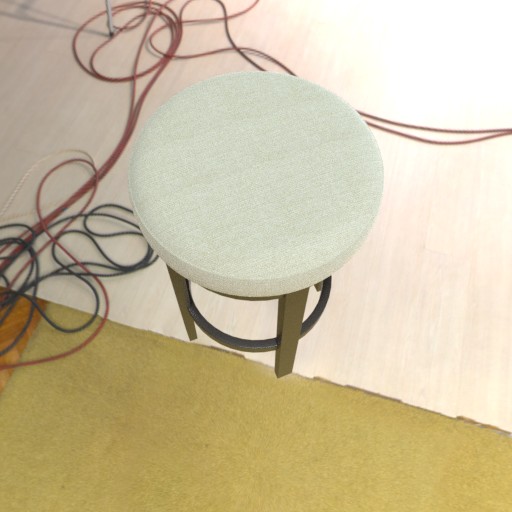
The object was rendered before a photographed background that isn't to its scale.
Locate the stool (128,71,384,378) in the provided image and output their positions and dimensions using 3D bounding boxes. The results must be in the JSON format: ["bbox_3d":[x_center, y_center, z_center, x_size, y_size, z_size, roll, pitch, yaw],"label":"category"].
[{"bbox_3d":[0.000,0.000,1.044,0.446,0.758,0.446,0,64,0],"label":"stool"}]
